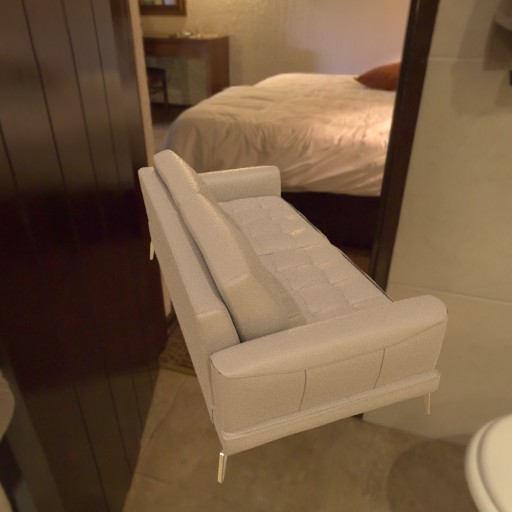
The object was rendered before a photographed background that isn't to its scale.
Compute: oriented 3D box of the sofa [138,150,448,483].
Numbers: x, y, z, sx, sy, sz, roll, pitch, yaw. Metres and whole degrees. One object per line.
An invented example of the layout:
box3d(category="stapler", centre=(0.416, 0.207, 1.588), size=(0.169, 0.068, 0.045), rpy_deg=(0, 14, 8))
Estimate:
box3d(category="sofa", centre=(0.000, 0.000, 2.700), size=(1.121, 0.930, 2.177), rpy_deg=(-10, 32, -17))
